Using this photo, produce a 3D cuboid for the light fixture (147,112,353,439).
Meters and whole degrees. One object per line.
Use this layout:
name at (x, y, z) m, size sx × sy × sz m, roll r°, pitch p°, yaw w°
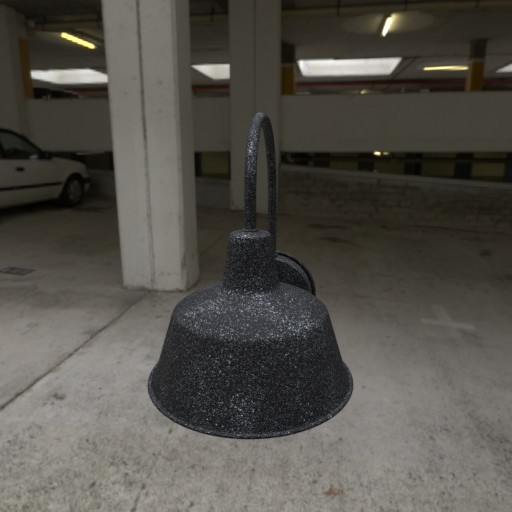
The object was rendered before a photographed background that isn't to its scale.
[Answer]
light fixture at (0.000, 0.000, 0.478) m, size 0.216 × 0.300 × 0.283 m, roll 2°, pitch 14°, yaw 9°
